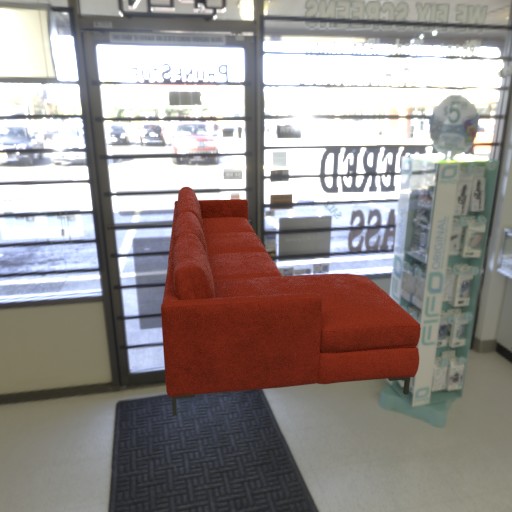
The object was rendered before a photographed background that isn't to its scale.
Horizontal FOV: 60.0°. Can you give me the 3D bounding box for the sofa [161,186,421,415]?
[{"bbox_3d":[0.000,0.000,3.020,1.136,0.663,2.467,-3,17,-8],"label":"sofa"}]
